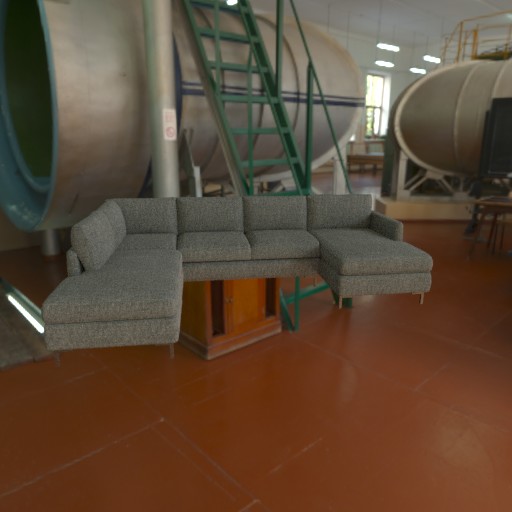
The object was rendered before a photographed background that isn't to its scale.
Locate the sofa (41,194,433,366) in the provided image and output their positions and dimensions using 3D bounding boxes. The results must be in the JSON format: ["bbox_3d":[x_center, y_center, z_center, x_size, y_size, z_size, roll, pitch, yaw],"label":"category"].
[{"bbox_3d":[0.000,0.000,3.560,2.737,0.756,1.879,-2,16,-8],"label":"sofa"}]
